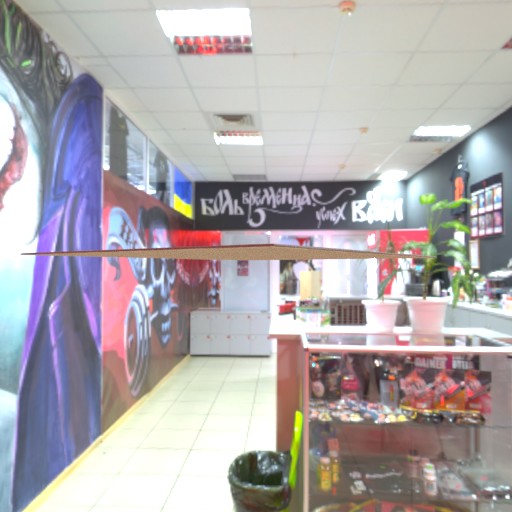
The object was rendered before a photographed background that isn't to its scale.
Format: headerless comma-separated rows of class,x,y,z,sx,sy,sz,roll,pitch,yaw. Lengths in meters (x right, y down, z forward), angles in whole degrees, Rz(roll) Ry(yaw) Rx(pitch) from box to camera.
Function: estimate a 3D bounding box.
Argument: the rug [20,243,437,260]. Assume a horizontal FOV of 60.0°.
rug,0.000,0.000,3.837,2.288,0.018,2.895,-1,-2,36
